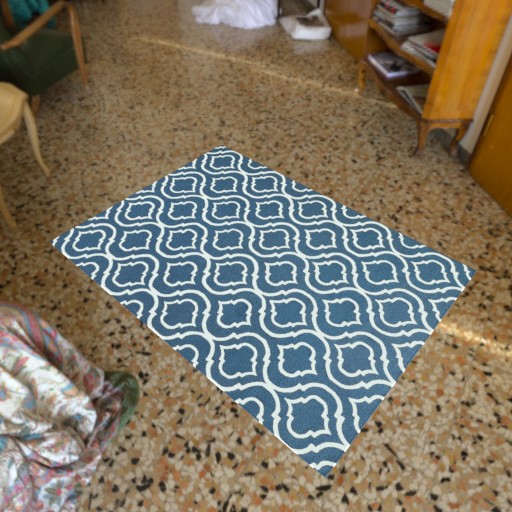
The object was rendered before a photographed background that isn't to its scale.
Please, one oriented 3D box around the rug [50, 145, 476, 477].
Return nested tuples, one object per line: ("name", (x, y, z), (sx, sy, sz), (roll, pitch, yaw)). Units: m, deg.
("rug", (0.000, 0.000, 4.284), (3.353, 0.010, 2.438), (32, 53, 28))
